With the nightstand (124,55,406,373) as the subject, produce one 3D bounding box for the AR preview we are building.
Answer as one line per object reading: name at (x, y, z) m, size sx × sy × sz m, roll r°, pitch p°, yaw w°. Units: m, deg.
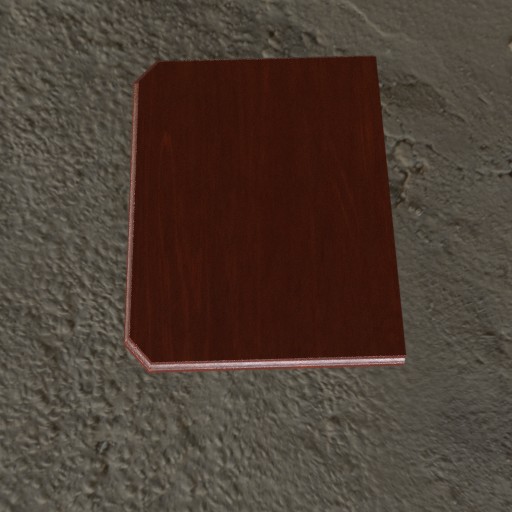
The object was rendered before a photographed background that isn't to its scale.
nightstand at (0.000, 0.000, 0.908) m, size 0.351 × 0.681 × 0.435 m, roll -2°, pitch 77°, yaw 0°
